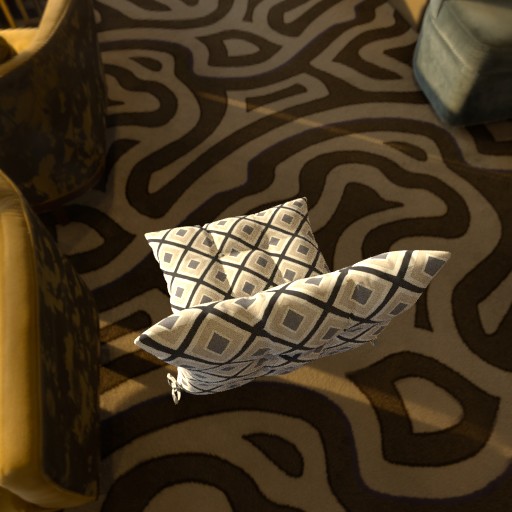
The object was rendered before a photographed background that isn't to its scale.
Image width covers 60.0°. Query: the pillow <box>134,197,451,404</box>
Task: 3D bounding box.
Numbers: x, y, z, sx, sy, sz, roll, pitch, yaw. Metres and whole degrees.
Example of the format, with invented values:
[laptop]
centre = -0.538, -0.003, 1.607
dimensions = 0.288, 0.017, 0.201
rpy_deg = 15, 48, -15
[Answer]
[pillow]
centre = 0.000, 0.000, 1.007
dimensions = 0.541, 0.536, 0.585
rpy_deg = -14, 59, -9
